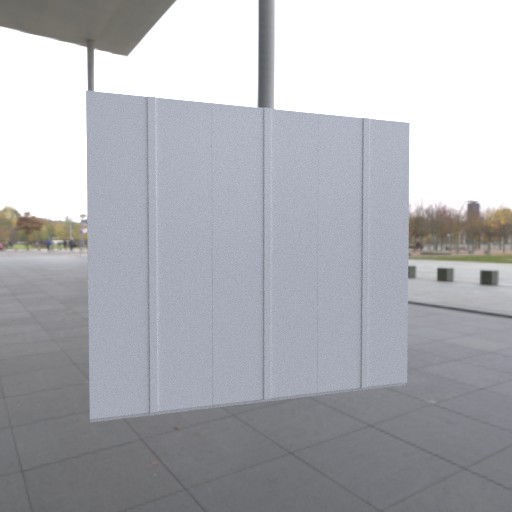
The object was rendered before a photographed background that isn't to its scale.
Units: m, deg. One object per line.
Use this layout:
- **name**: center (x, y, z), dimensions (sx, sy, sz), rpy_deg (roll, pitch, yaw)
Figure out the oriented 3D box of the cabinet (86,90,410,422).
- **cabinet**: center (0.000, 0.000, 3.836), dimensions (2.700, 2.370, 0.590), rpy_deg (-1, 2, -18)
